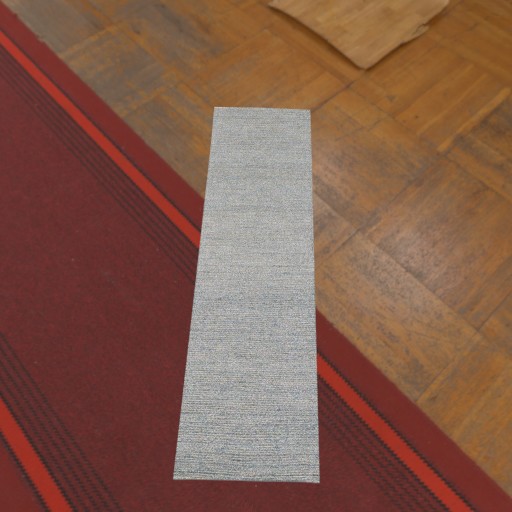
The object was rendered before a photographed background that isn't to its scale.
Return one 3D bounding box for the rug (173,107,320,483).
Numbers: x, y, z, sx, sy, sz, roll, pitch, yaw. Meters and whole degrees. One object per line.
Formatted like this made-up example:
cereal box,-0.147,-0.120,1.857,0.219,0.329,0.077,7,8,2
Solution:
rug,0.000,0.000,2.568,0.675,0.037,2.341,2,63,1
